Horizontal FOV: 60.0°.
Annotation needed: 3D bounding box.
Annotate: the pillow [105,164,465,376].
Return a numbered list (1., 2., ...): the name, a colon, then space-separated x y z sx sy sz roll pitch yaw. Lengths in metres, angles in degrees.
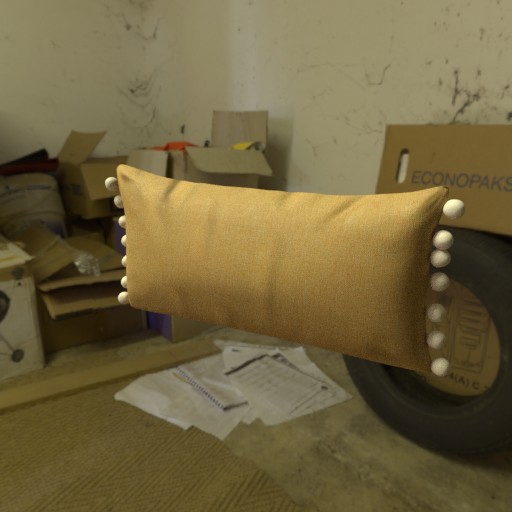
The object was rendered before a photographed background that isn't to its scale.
1. pillow: 0.000 0.000 0.836 0.709 0.322 0.201 8 17 27
